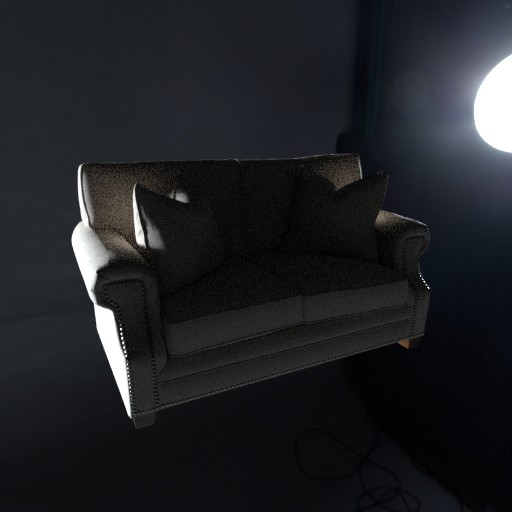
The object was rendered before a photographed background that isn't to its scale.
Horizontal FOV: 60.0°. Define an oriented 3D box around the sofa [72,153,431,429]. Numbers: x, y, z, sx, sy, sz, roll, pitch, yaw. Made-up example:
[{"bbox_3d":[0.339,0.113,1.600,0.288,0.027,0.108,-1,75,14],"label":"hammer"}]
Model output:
[{"bbox_3d":[0.000,0.000,2.281,1.701,0.966,0.966,-8,19,-26],"label":"sofa"}]
